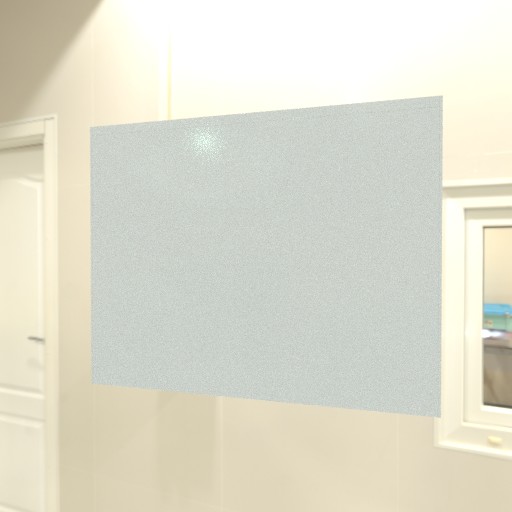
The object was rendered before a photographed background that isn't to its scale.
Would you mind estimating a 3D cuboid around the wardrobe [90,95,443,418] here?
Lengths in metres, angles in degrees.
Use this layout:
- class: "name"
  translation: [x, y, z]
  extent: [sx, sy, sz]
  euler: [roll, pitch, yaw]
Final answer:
- class: "wardrobe"
  translation: [0.000, 0.000, 3.938]
  extent: [3.000, 2.360, 0.580]
  euler: [0, 1, 16]
